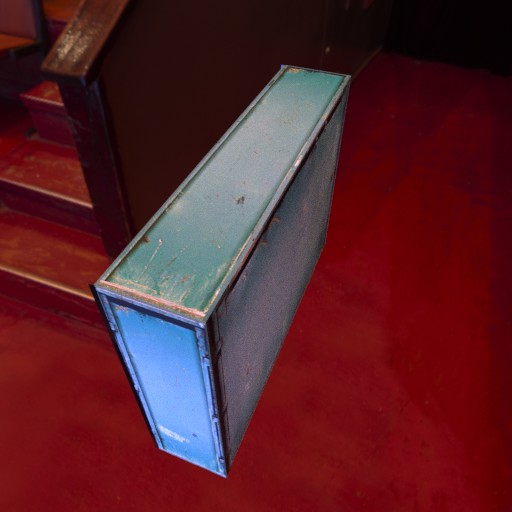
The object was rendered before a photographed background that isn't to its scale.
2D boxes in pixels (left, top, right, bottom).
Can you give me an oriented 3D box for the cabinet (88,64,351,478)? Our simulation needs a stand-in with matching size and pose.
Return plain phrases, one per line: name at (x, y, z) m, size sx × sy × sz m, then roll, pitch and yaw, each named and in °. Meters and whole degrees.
cabinet at (0.000, 0.000, 3.966) m, size 0.680 × 2.160 × 3.001 m, roll 16°, pitch 48°, yaw 15°
